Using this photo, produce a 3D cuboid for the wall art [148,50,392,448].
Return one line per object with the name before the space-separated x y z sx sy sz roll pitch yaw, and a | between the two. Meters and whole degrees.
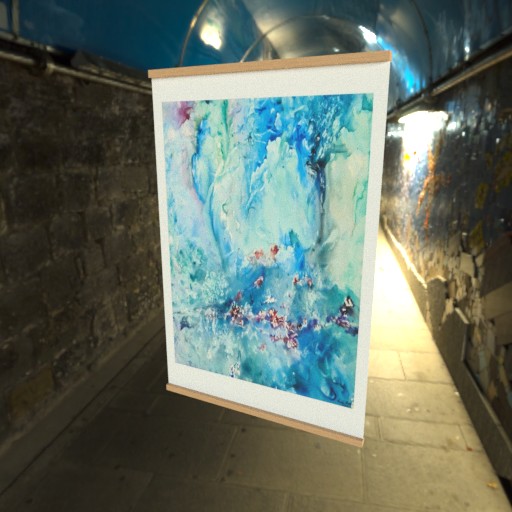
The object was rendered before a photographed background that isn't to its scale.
wall art | 0.000 0.000 1.258 0.669 1.020 0.027 7 16 25
